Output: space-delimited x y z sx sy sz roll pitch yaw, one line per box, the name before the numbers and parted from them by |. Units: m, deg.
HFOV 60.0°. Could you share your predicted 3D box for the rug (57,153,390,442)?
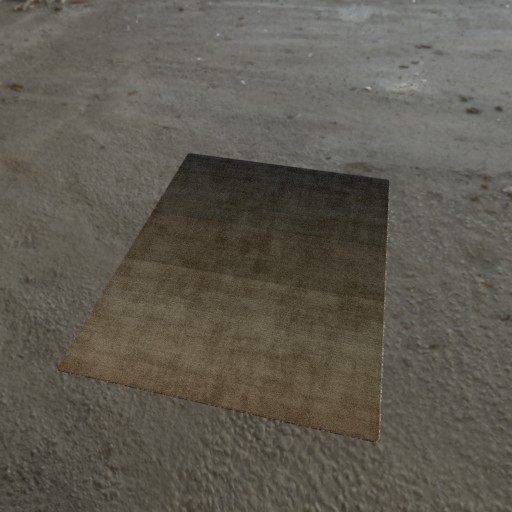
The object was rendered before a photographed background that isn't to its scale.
rug | 0.000 0.000 4.003 2.306 0.017 2.902 10 47 9
